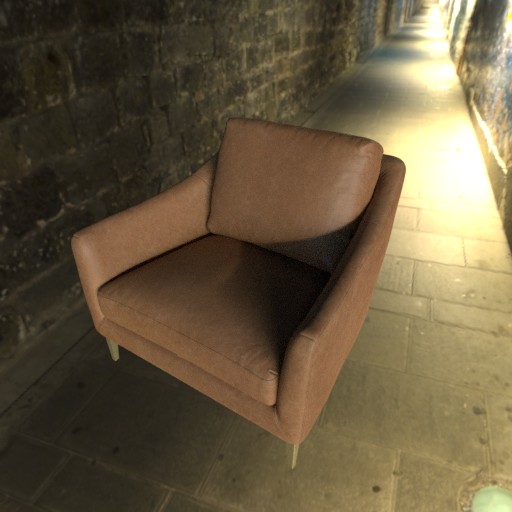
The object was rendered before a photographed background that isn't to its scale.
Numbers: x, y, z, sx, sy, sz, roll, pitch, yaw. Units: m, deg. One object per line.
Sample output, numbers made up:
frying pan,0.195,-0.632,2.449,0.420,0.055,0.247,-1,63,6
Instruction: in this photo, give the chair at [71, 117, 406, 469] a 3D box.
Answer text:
chair,0.000,0.000,1.729,0.988,0.895,0.963,20,36,29
